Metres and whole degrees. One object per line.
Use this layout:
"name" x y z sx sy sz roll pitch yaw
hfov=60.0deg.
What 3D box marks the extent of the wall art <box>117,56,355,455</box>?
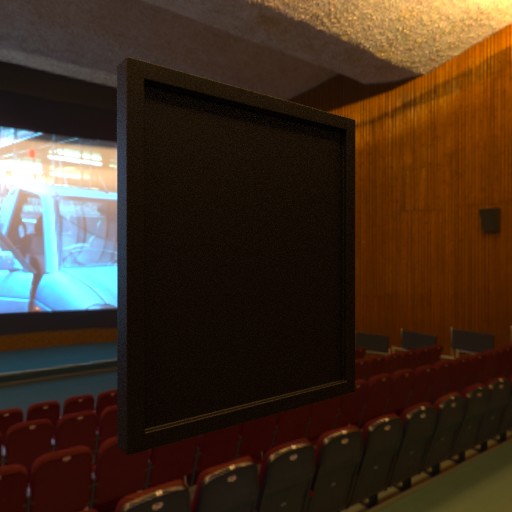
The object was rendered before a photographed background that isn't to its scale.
"wall art" 0.000 0.000 0.531 0.328 0.381 0.028 0 0 -37
